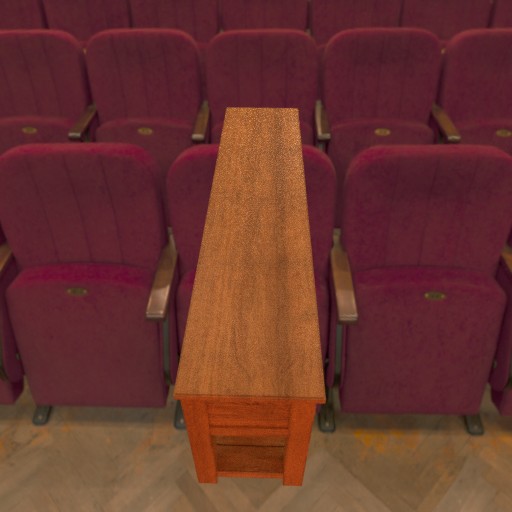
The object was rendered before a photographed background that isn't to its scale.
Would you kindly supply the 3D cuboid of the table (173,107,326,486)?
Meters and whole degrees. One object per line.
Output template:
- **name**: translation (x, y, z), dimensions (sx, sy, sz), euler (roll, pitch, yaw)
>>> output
- **table**: translation (0.000, 0.000, 2.065), dimensions (0.425, 0.635, 1.815), euler (1, 42, 1)
